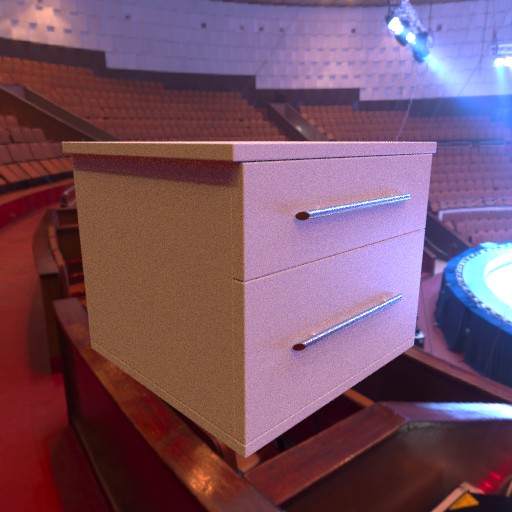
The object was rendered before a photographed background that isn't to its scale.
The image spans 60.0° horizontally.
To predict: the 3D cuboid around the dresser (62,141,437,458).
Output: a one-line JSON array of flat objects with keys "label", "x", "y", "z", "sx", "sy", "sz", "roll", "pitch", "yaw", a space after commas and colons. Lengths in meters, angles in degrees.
[{"label": "dresser", "x": 0.000, "y": 0.000, "z": 0.723, "sx": 0.430, "sy": 0.360, "sz": 0.400, "roll": -14, "pitch": 20, "yaw": -43}]
